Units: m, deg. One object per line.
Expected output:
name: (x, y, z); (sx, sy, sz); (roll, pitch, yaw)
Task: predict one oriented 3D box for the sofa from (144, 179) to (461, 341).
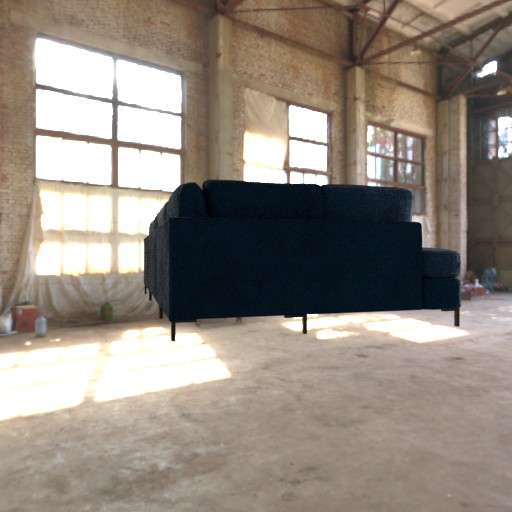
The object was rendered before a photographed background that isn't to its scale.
sofa: (0.000, 0.000, 4.473); (2.055, 0.992, 3.434); (0, 0, -17)
